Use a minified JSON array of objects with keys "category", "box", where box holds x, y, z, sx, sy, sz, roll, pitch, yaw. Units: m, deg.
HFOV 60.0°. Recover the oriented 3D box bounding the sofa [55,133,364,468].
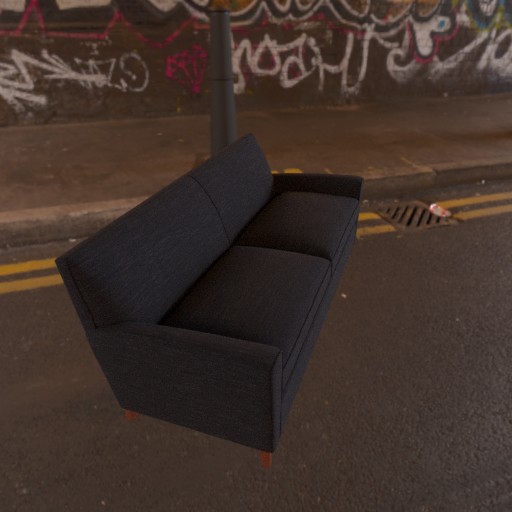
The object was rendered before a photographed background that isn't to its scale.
[{"category":"sofa","box":[0.000,0.000,2.466,0.875,0.846,1.976,11,31,18]}]
